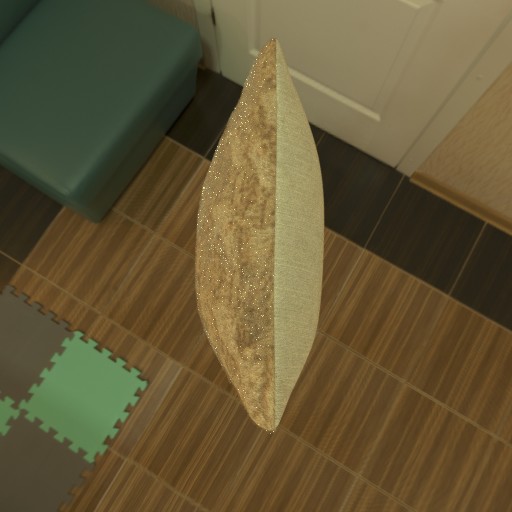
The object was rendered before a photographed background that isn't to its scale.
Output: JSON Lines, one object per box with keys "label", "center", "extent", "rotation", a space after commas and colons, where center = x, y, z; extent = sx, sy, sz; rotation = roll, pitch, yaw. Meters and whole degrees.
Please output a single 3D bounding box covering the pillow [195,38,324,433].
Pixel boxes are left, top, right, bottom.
{"label": "pillow", "center": [0.000, 0.000, 0.817], "extent": [0.216, 0.525, 0.538], "rotation": [2, 78, 0]}
